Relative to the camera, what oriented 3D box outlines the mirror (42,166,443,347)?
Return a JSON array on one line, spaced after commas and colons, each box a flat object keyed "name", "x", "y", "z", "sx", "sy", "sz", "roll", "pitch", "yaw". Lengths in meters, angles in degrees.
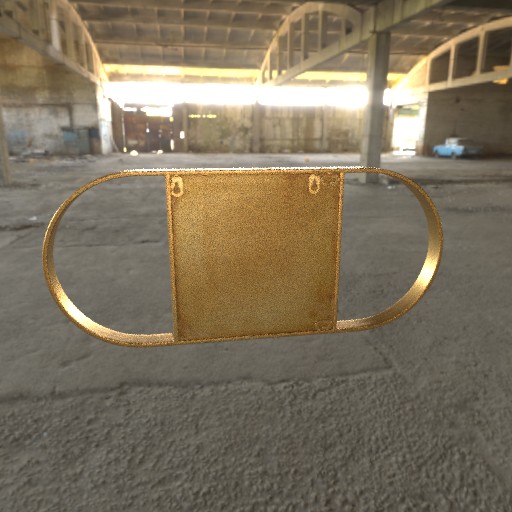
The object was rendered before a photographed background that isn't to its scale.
[{"name": "mirror", "x": 0.000, "y": 0.000, "z": 0.656, "sx": 0.584, "sy": 0.254, "sz": 0.032, "roll": -3, "pitch": 16, "yaw": -9}]
